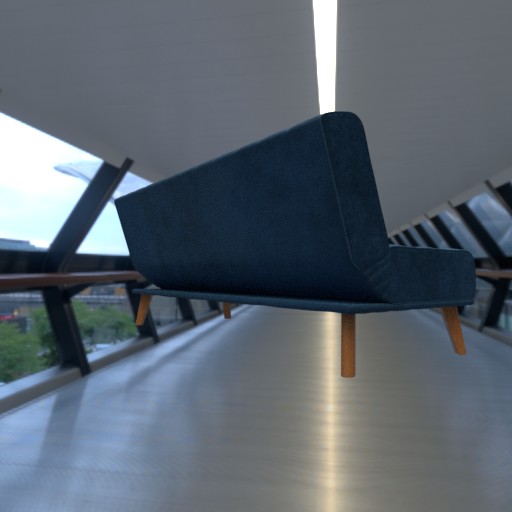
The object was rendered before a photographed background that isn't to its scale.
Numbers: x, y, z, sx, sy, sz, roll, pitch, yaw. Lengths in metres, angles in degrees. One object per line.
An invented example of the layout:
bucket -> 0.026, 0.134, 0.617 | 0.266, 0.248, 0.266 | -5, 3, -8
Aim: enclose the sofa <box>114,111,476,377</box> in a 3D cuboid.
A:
sofa -> 0.000, 0.000, 2.240 | 0.855, 0.813, 1.804 | 2, -3, -36
